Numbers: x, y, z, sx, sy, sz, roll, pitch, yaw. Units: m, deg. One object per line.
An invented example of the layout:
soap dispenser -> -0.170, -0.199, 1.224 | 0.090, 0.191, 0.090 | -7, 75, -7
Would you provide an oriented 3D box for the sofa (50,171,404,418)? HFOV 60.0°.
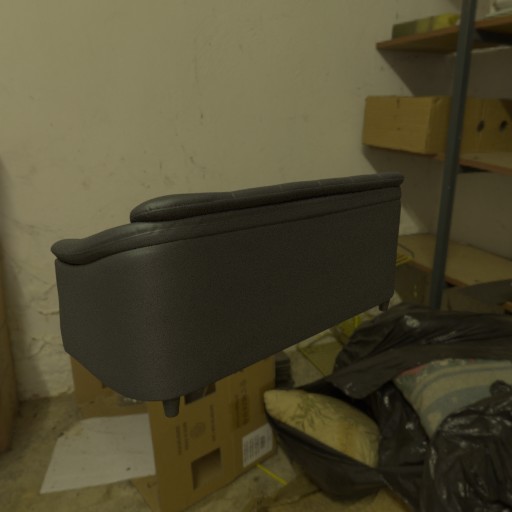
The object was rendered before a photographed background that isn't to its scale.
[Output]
sofa -> 0.000, 0.000, 2.237 | 1.829, 0.811, 0.800 | -14, 21, -42
